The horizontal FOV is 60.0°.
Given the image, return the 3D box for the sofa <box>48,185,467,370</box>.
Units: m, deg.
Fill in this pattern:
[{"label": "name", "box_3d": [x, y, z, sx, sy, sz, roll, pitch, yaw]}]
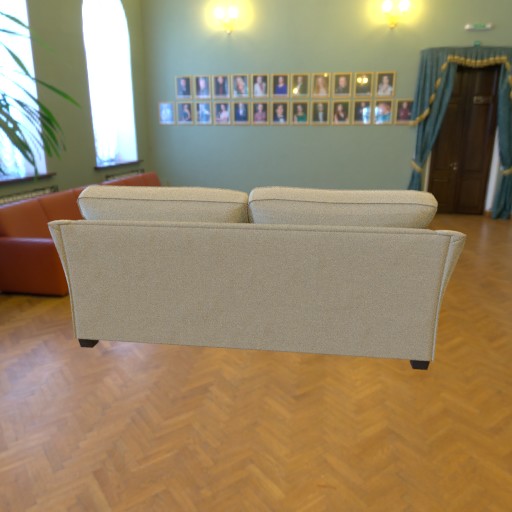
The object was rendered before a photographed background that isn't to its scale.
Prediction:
[{"label": "sofa", "box_3d": [0.000, 0.000, 2.862, 2.270, 0.965, 0.980, 2, 16, 7]}]
